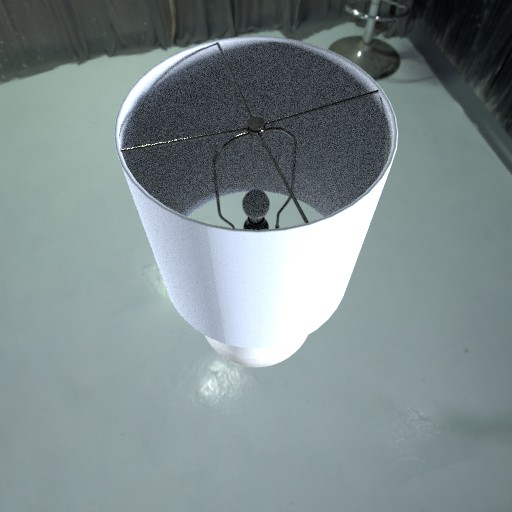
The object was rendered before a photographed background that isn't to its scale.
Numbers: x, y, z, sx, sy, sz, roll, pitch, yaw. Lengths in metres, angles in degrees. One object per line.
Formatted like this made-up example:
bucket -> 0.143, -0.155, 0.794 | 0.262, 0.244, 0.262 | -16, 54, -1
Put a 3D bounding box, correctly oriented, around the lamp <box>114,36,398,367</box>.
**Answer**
lamp -> 0.000, 0.000, 0.514 | 0.217, 0.404, 0.217 | -16, 59, -10
